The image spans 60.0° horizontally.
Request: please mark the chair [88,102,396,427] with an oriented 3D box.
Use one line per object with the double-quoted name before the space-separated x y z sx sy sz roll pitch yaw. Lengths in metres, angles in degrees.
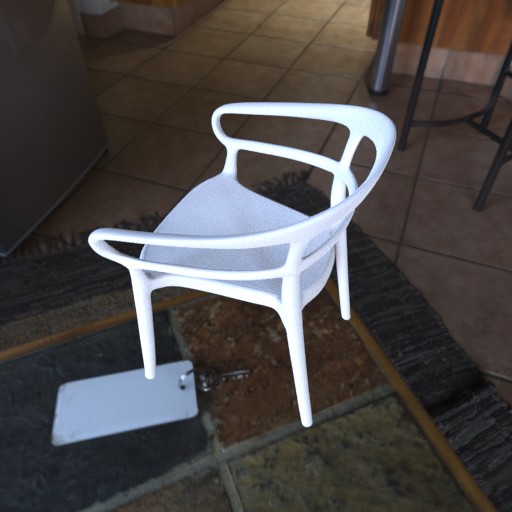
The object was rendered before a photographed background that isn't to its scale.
"chair" 0.000 0.000 1.138 0.527 0.761 0.559 18 49 16
